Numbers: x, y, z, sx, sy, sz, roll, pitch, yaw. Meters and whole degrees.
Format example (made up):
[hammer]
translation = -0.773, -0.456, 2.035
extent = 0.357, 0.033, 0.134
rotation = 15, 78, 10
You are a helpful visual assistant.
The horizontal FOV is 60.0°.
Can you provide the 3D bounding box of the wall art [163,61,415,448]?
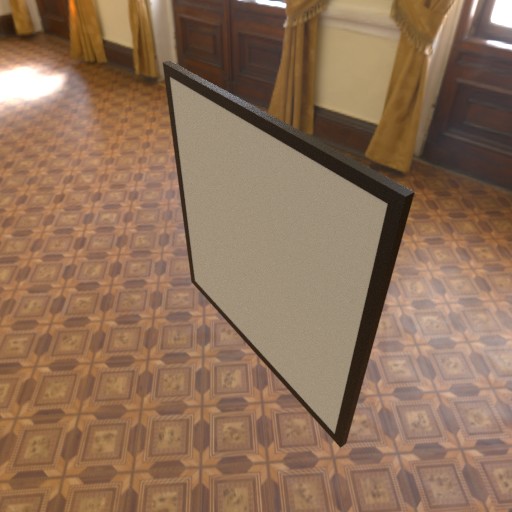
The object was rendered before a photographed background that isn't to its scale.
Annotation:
[wall art]
translation = 0.000, 0.000, 1.196
extent = 0.022, 0.807, 0.807
rotation = -26, 47, -27
